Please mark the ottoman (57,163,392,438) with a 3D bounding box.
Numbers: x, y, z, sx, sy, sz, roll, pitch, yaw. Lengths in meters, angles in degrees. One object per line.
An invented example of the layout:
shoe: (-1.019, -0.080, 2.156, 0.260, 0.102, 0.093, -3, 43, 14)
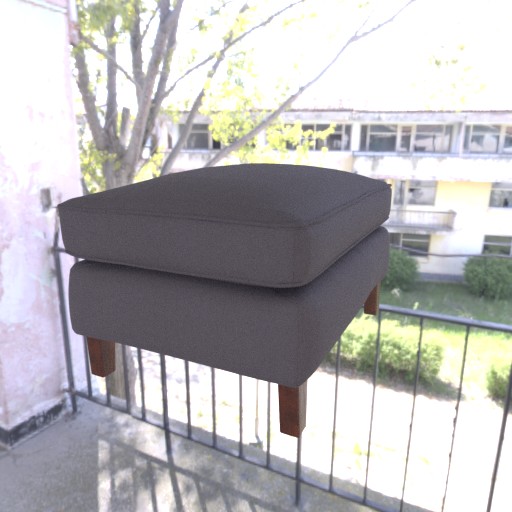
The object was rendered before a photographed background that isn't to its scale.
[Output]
ottoman: (0.000, 0.000, 1.001, 0.508, 0.406, 0.686, 7, 16, 26)
